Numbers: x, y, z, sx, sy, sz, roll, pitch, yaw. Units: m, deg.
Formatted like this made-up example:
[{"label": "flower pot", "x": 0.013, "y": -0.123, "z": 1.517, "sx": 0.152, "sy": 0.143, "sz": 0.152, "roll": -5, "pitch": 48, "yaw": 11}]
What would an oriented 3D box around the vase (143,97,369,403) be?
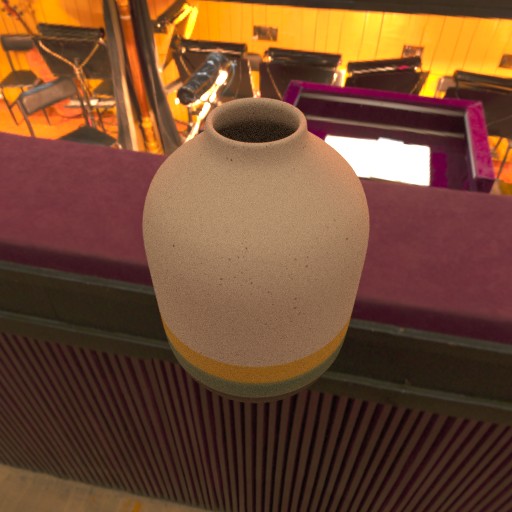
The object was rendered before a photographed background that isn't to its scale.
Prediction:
[{"label": "vase", "x": 0.000, "y": 0.000, "z": 0.362, "sx": 0.169, "sy": 0.240, "sz": 0.169, "roll": 0, "pitch": 44, "yaw": 0}]
